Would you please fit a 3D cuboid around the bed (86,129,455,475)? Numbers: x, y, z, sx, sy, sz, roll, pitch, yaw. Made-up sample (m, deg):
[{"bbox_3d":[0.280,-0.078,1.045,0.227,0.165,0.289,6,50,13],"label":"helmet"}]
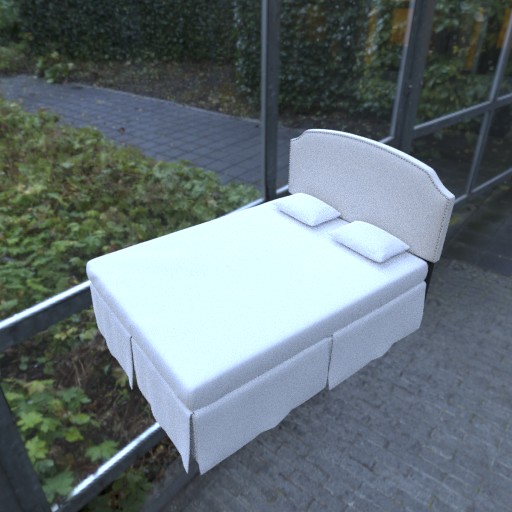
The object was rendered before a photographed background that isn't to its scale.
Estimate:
[{"bbox_3d":[0.000,0.000,3.015,1.999,1.270,1.558,-22,38,-31],"label":"bed"}]
